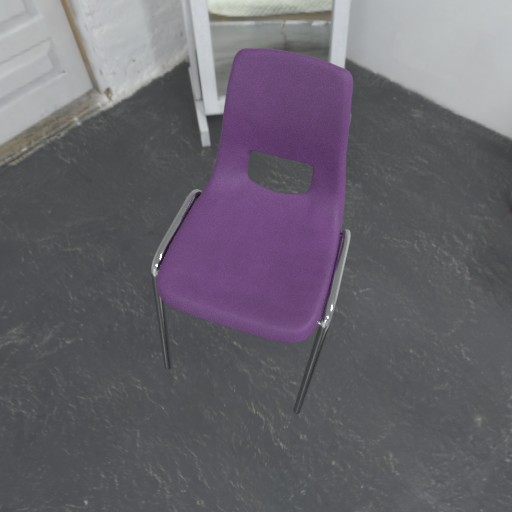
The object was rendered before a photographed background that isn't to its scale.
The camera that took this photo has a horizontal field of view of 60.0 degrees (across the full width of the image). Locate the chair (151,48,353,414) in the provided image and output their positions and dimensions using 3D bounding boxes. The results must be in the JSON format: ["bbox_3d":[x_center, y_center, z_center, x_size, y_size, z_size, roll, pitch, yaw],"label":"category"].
[{"bbox_3d":[0.000,0.000,0.967,0.381,0.704,0.432,16,61,9],"label":"chair"}]
